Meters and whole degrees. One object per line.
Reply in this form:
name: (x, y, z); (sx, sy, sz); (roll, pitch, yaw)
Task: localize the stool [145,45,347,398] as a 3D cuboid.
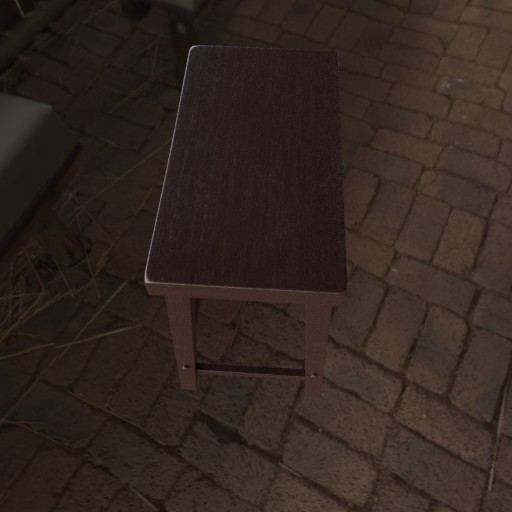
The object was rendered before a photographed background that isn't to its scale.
stool: (0.000, 0.000, 0.858); (0.322, 0.610, 0.406); (3, 62, 2)
